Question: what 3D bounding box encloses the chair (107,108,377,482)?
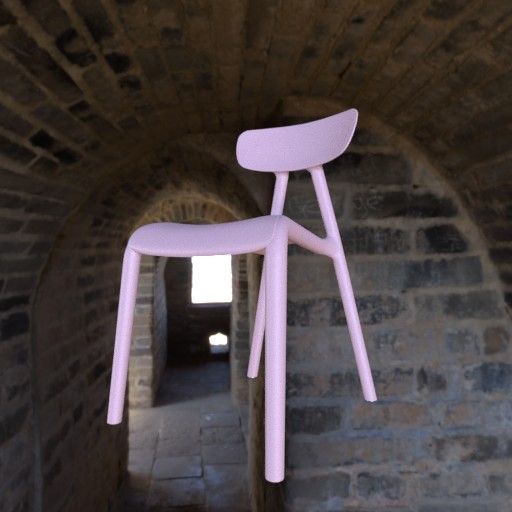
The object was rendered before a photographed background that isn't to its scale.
[{"bbox_3d":[0.000,0.000,0.823,0.356,0.580,0.401,0,0,36],"label":"chair"}]
